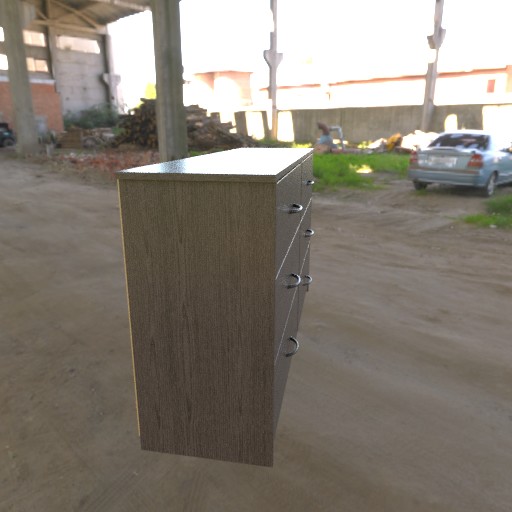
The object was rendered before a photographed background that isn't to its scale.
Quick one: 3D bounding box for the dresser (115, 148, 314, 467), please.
[{"bbox_3d":[0.000,0.000,1.708,0.401,0.755,1.360,3,16,10],"label":"dresser"}]
